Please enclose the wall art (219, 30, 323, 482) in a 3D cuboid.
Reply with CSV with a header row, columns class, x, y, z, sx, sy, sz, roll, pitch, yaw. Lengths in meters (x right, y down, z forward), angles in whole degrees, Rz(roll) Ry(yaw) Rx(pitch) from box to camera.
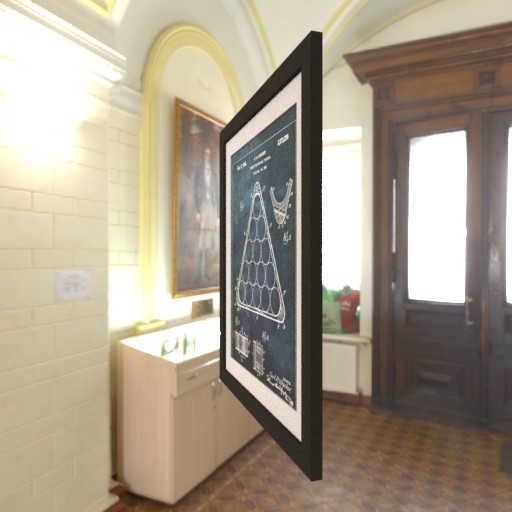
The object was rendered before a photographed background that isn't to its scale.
class,x,y,z,sx,sy,sz,roll,pitch,yaw
wall art,0.000,0.000,0.504,0.010,0.361,0.311,0,0,-18
